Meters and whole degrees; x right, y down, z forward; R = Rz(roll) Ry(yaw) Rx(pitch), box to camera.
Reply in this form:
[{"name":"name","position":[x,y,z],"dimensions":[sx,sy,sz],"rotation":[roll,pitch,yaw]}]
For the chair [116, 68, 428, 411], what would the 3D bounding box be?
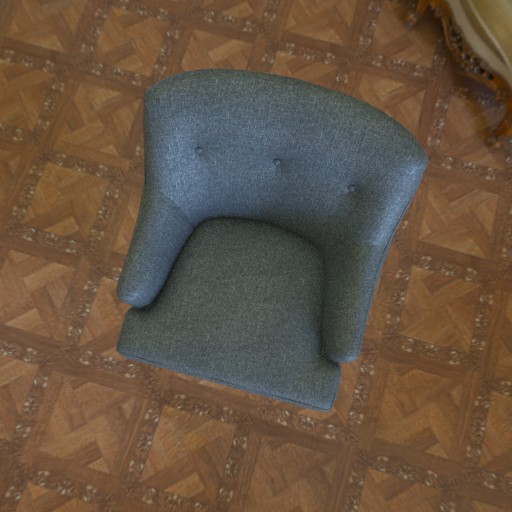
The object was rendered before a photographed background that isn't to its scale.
[{"name":"chair","position":[0.000,0.000,1.584],"dimensions":[0.864,0.856,0.923],"rotation":[15,78,3]}]
